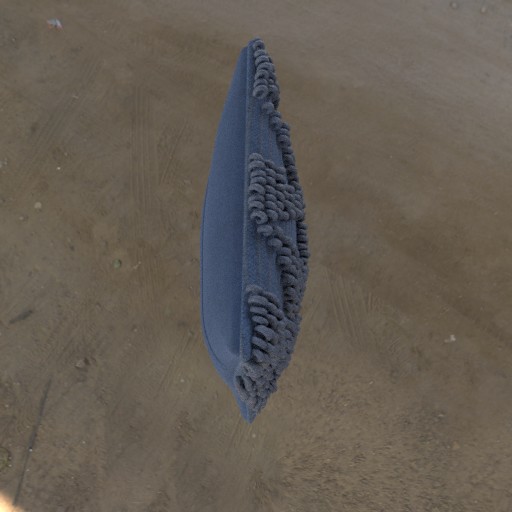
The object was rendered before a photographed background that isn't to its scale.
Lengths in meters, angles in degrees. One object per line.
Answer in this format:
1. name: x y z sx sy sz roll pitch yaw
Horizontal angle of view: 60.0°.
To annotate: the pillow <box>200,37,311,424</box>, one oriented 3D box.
1. pillow: 0.000 0.000 0.718 0.172 0.466 0.469 0 64 0
